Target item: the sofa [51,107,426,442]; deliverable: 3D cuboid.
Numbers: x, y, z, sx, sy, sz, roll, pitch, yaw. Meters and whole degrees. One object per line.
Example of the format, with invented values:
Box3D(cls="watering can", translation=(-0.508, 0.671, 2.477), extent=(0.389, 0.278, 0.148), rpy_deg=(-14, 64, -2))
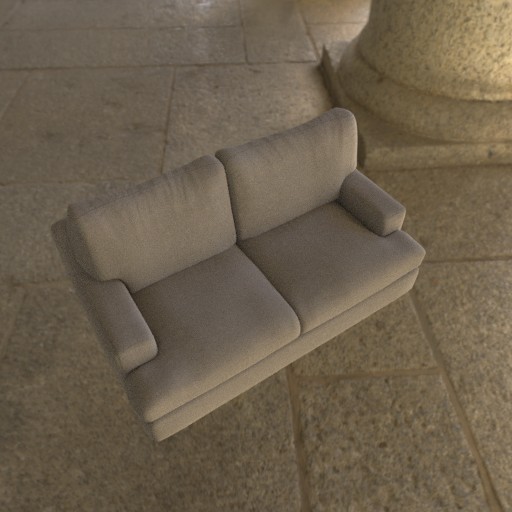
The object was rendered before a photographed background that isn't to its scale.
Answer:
Box3D(cls="sofa", translation=(0.000, 0.000, 2.471), extent=(1.855, 0.980, 0.962), rpy_deg=(-26, 53, -22))
